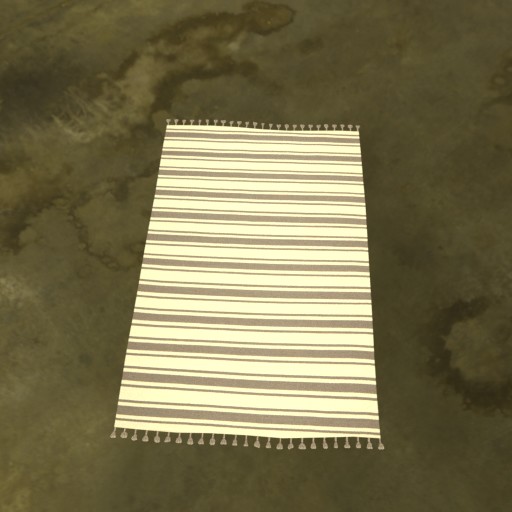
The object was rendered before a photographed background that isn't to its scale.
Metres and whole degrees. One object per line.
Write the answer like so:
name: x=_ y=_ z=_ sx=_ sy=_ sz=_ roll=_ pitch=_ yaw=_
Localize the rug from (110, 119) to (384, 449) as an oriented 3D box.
rug: x=0.000 y=0.000 z=3.050 sx=1.563 sy=0.014 sz=2.425 roll=2 pitch=64 yaw=1
